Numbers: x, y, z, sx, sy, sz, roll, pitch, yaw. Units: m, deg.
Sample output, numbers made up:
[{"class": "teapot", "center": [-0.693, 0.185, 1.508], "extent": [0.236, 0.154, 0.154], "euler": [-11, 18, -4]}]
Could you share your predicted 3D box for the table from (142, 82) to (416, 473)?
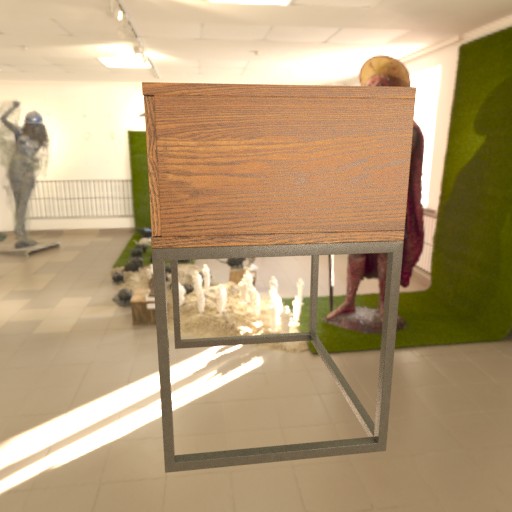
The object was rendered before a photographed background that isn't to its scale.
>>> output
[{"class": "table", "center": [0.000, 0.000, 0.917], "extent": [0.400, 0.610, 0.482], "euler": [-2, 14, -8]}]
